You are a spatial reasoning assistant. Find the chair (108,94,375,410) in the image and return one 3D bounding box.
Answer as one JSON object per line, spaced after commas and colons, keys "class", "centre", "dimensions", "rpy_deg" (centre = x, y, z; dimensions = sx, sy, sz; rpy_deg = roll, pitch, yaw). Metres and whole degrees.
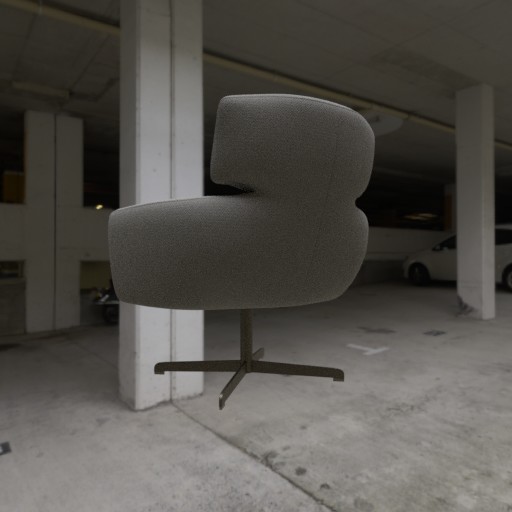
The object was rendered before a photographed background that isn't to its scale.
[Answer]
{"class": "chair", "centre": [0.000, 0.000, 1.433], "dimensions": [0.760, 0.810, 0.730], "rpy_deg": [0, 0, -35]}
